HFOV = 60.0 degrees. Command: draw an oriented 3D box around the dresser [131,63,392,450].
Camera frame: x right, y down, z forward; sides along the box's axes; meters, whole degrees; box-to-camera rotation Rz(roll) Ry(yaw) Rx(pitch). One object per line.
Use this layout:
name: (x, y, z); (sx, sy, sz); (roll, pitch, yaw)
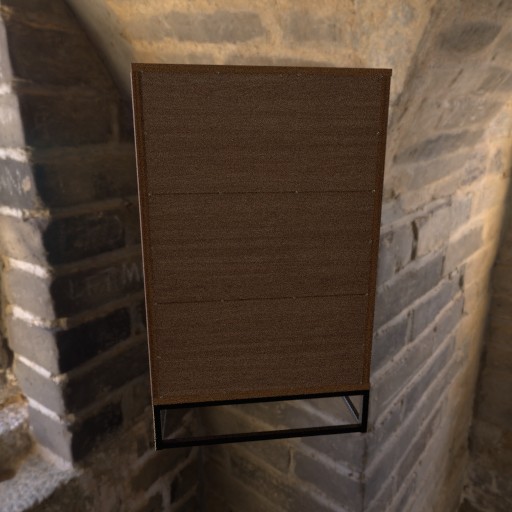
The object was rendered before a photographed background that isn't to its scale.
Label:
dresser: (0.000, 0.000, 1.645); (0.761, 1.240, 0.479); (-2, 14, -7)
